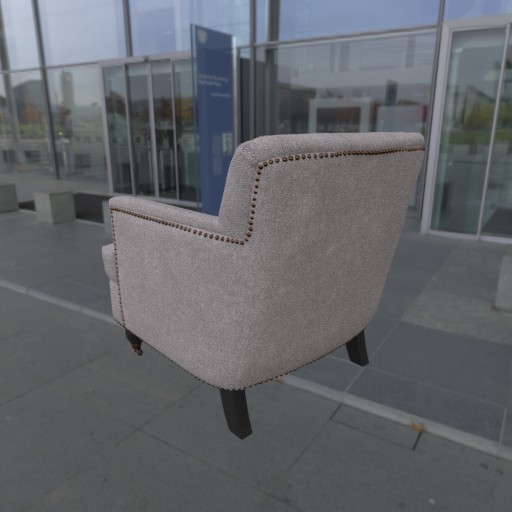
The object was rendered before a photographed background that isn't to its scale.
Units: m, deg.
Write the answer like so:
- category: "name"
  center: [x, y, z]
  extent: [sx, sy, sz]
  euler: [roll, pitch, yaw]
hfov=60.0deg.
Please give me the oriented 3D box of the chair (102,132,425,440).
- category: "chair"
  center: [0.000, 0.000, 1.515]
  extent: [0.737, 0.823, 0.902]
  euler: [-14, 22, -40]
